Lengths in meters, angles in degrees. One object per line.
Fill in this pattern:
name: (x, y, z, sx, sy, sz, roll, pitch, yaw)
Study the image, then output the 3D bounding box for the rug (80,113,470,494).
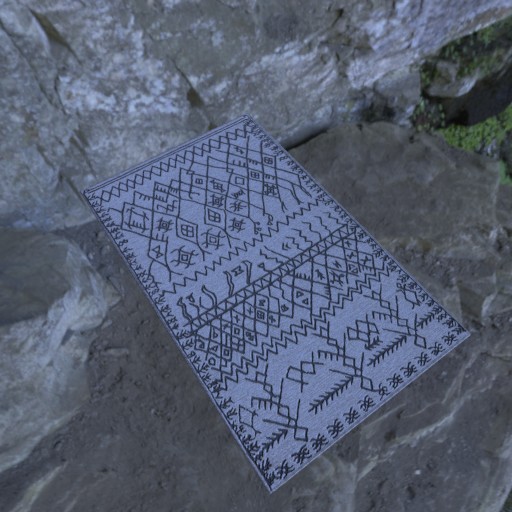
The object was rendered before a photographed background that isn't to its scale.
rug: (0.000, 0.000, 3.030, 1.526, 0.012, 2.444, -31, 63, -18)
